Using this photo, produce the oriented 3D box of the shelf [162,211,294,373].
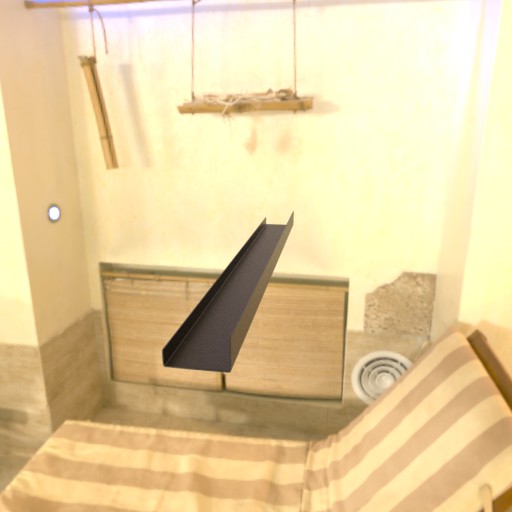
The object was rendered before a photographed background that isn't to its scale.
[{"bbox_3d":[0.000,0.000,1.005,0.092,0.049,0.924,3,16,9],"label":"shelf"}]
